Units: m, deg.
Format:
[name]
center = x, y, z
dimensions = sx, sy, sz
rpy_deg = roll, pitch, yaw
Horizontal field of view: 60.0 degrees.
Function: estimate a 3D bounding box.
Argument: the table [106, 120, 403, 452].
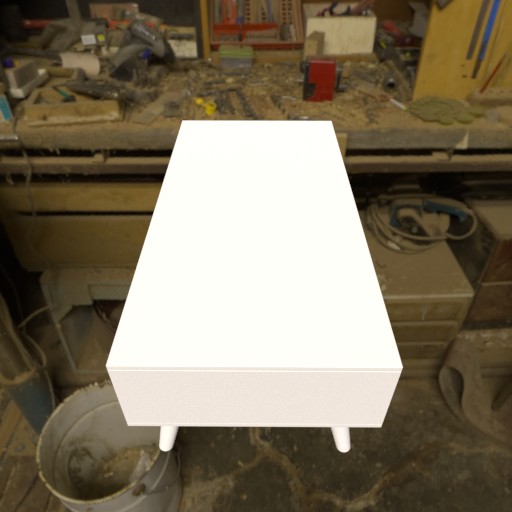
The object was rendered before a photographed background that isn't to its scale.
[table]
center = 0.000, 0.000, 1.500
dimensions = 0.609, 0.432, 1.194
rpy_deg = 0, 41, 0
